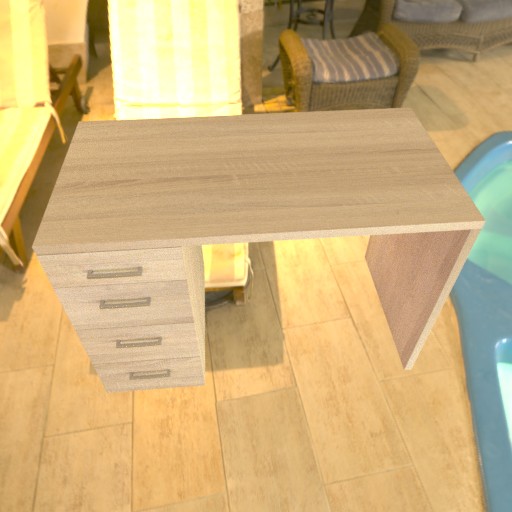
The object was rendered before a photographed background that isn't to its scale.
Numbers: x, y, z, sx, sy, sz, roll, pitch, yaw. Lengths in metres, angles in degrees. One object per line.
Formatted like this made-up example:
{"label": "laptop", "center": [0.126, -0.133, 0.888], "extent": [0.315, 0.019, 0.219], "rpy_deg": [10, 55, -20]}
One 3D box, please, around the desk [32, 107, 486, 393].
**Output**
{"label": "desk", "center": [0.000, 0.000, 1.523], "extent": [1.100, 0.731, 0.600], "rpy_deg": [-3, 46, -3]}
